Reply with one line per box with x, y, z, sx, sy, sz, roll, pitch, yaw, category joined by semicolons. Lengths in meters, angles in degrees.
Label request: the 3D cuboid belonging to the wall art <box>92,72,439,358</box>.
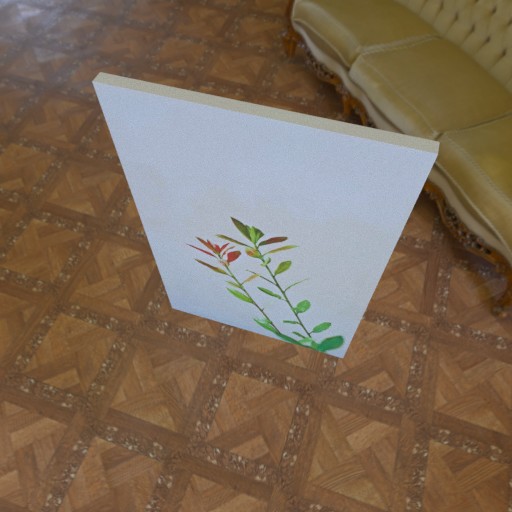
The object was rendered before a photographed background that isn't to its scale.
0.000;0.000;1.425;0.764;1.143;0.038;15;58;9;wall art
